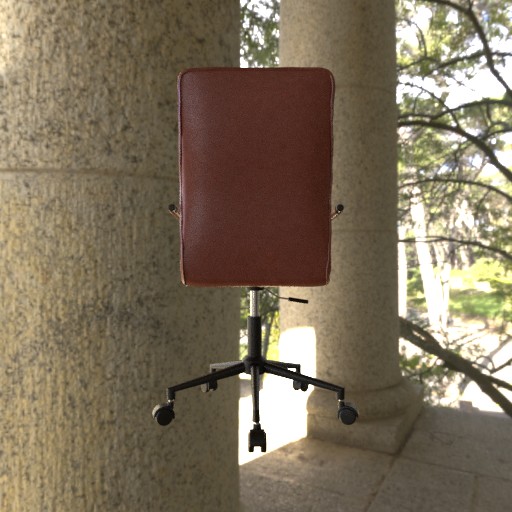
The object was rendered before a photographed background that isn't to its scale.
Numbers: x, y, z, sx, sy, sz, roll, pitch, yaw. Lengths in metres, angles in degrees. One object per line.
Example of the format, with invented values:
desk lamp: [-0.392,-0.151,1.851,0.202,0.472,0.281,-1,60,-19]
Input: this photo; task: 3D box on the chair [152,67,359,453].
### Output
chair: [0.000,0.000,1.366,0.608,0.979,0.580,0,-1,0]
